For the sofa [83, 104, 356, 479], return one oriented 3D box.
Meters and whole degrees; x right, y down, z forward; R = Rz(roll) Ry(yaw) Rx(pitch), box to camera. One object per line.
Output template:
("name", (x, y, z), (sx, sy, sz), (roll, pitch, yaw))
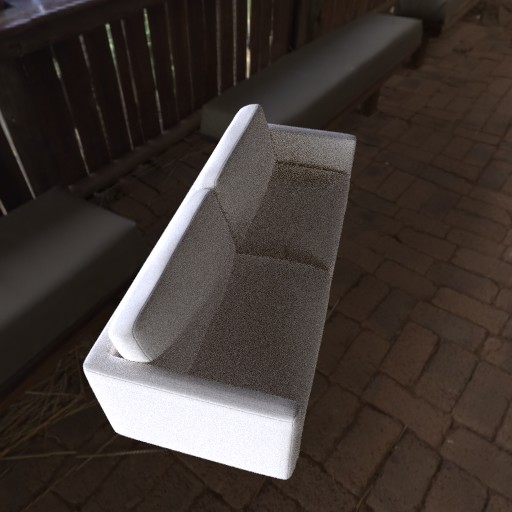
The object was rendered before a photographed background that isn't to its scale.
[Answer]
("sofa", (0.000, 0.000, 2.599), (0.924, 0.933, 2.139), (11, 46, 11))
